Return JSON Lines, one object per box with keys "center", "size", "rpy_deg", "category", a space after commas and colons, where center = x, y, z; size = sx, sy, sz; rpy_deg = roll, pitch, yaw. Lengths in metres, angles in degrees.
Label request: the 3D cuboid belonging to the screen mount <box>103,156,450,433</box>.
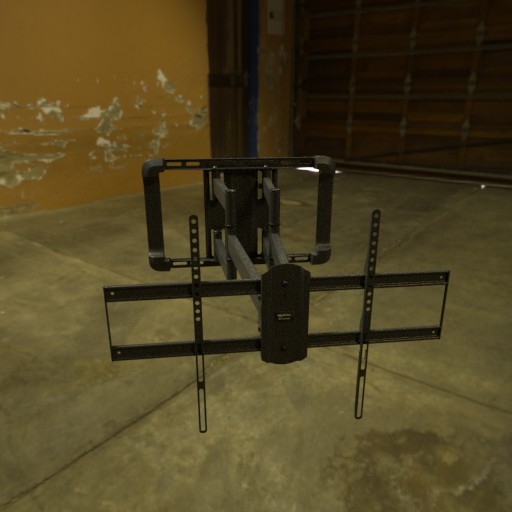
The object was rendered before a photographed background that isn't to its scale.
{"center": [0.000, 0.000, 1.312], "size": [0.725, 0.483, 0.905], "rpy_deg": [-2, 19, -7], "category": "screen mount"}
